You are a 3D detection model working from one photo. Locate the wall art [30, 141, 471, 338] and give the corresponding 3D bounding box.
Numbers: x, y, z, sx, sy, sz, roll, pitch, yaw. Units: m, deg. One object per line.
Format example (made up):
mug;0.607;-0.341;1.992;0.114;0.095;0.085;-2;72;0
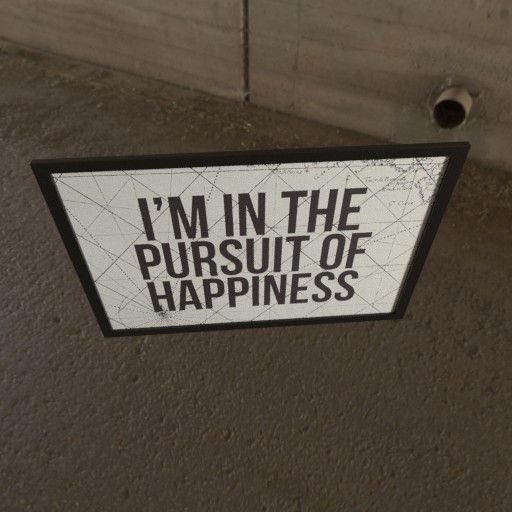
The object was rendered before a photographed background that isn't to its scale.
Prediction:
wall art;0.000;0.000;1.021;0.819;0.552;0.015;-3;46;-3
